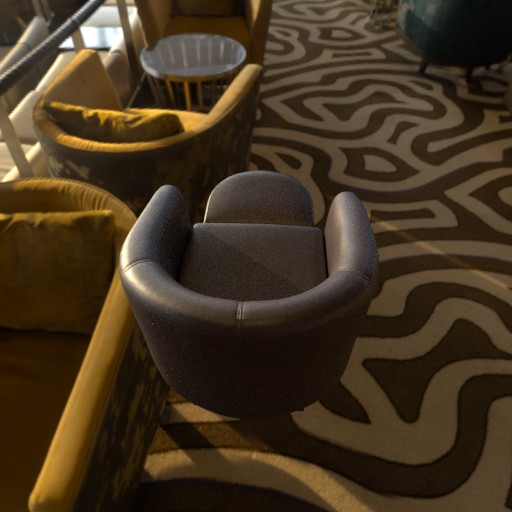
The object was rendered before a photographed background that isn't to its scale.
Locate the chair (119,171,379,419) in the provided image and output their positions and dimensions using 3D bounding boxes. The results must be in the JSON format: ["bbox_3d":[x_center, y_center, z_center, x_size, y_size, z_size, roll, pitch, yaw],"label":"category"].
[{"bbox_3d":[0.000,0.000,1.639,0.737,0.755,1.176,2,46,2],"label":"chair"}]
